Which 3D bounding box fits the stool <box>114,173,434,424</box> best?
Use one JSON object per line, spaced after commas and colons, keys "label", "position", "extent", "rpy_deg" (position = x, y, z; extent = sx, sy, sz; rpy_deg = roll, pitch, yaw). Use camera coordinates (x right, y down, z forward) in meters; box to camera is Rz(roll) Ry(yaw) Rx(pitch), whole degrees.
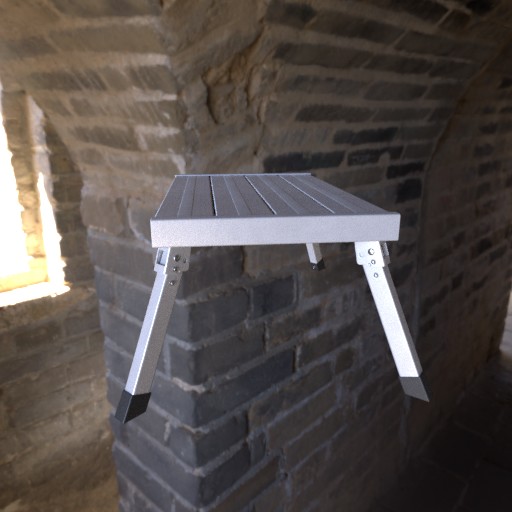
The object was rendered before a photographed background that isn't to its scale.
{"label": "stool", "position": [0.000, 0.000, 0.739], "extent": [0.385, 0.225, 0.535], "rpy_deg": [-2, 17, -6]}
